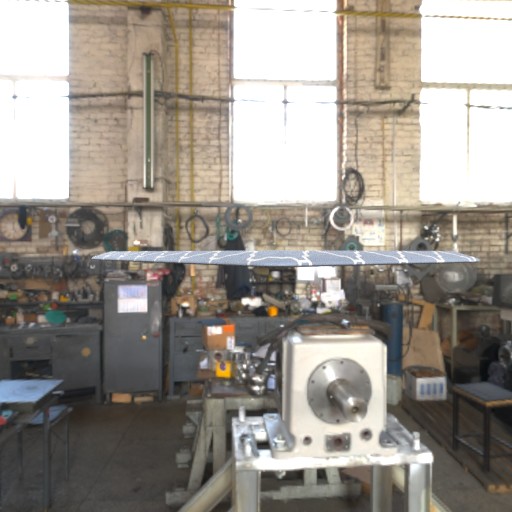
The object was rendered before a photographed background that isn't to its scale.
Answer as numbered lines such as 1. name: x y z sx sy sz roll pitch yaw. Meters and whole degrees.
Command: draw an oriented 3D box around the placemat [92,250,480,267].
1. placemat: 0.000 0.000 0.978 0.508 0.021 0.762 0 1 -36
